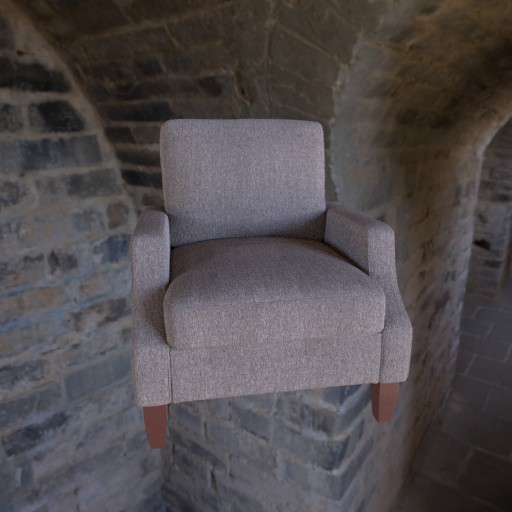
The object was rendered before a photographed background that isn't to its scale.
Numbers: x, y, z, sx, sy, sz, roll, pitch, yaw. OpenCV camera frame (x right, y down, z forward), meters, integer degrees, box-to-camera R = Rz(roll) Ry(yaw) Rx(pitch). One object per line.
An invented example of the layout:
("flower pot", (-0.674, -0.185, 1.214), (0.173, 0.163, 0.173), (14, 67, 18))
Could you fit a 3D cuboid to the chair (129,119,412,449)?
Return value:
("chair", (0.000, 0.000, 1.649), (0.855, 0.993, 0.897), (-3, 15, -10))
